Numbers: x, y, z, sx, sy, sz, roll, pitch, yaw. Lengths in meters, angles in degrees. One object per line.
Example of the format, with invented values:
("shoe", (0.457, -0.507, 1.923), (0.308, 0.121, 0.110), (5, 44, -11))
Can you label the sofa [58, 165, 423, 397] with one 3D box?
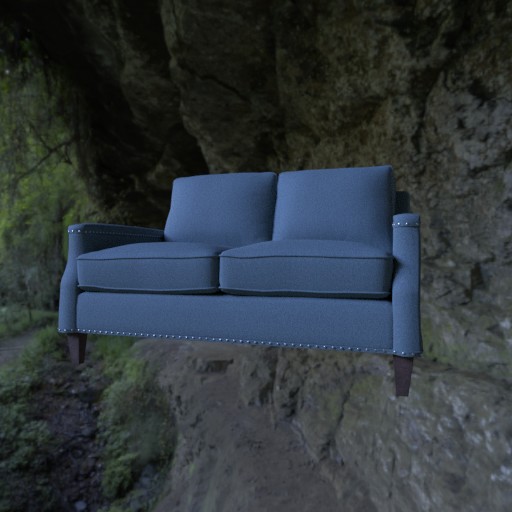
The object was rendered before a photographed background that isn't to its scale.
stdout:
("sofa", (0.000, 0.000, 2.285), (1.597, 1.003, 1.084), (0, 0, 19))
